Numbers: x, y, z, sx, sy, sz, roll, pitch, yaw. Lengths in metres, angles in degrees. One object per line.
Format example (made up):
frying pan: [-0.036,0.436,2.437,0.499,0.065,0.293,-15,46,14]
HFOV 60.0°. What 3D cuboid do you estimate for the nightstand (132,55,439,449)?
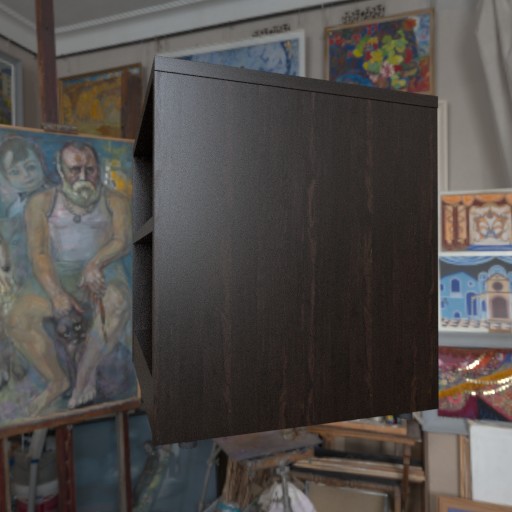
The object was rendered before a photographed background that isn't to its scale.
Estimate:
nightstand: [0.000,0.000,0.841,0.427,0.487,0.489,0,-1,-19]
